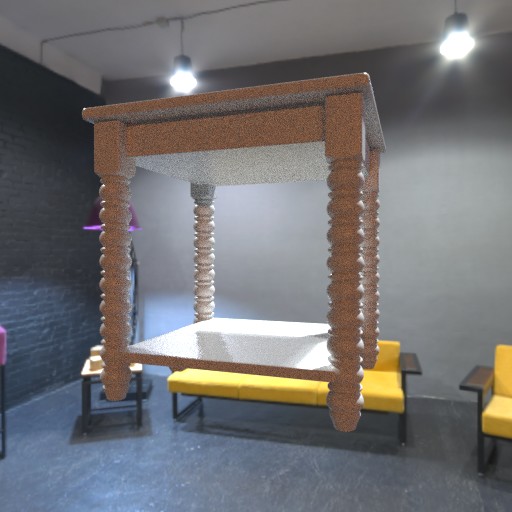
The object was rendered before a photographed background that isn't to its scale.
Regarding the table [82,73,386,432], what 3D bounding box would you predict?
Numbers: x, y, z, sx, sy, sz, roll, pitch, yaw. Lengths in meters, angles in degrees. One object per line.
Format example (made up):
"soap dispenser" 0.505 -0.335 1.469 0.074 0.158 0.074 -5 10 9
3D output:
"table" 0.000 0.000 0.992 0.533 0.563 0.500 0 1 19
